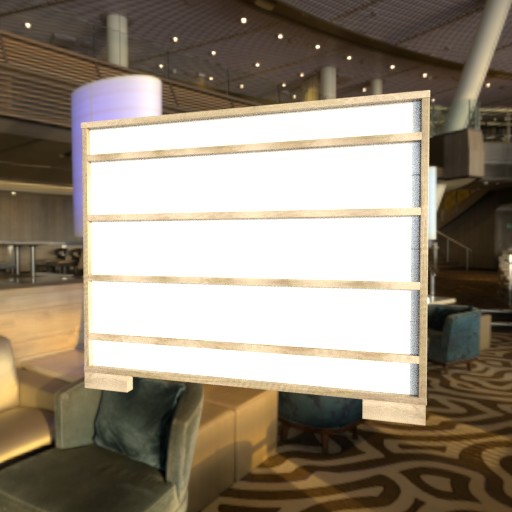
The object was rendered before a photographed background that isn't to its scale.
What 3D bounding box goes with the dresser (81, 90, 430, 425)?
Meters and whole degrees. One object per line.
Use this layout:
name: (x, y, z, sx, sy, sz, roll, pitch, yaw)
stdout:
dresser: (0.000, 0.000, 1.411, 0.994, 0.816, 0.404, 0, 2, 17)
